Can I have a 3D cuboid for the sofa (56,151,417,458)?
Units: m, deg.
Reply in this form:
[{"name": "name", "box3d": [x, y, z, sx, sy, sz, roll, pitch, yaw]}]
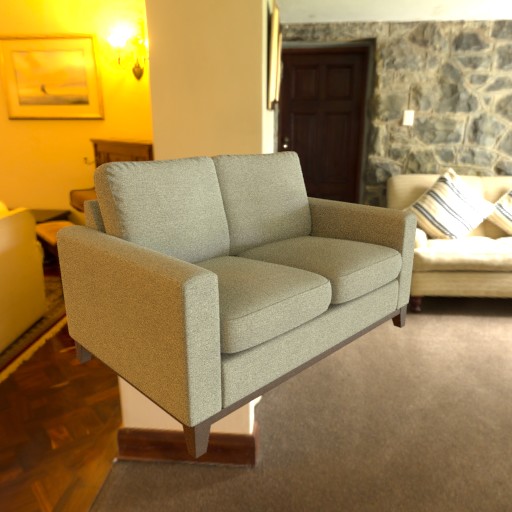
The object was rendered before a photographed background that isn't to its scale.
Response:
[{"name": "sofa", "box3d": [0.000, 0.000, 2.029, 1.420, 0.873, 0.917, -16, 23, -43]}]
